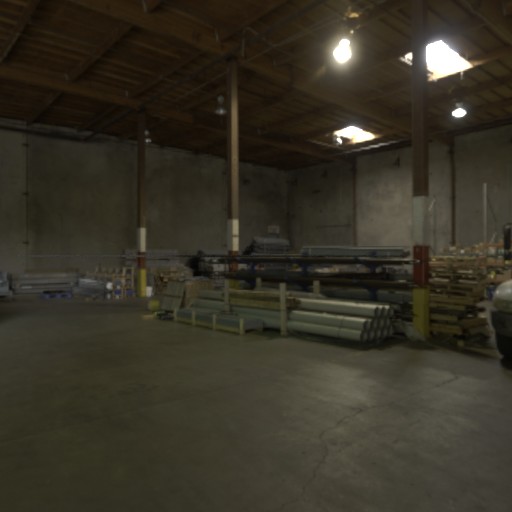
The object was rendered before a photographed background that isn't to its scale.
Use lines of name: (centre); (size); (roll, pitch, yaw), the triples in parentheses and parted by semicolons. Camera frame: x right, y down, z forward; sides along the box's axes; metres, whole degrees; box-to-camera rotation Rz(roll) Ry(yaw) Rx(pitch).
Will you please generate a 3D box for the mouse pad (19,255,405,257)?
mouse pad: (0.000, 0.000, 1.037); (0.424, 0.003, 0.907); (0, 0, 36)
